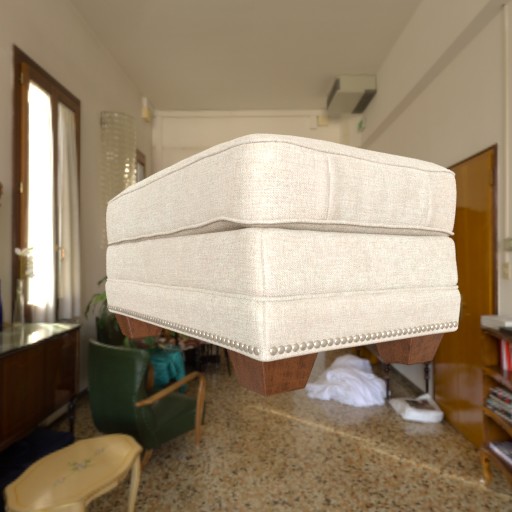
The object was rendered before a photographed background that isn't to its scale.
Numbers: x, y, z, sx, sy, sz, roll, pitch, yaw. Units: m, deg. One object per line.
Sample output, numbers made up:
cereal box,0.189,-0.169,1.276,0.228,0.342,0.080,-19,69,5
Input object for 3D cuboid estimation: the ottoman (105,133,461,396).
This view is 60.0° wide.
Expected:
ottoman,0.000,0.000,1.128,0.559,0.458,0.813,0,0,-35
